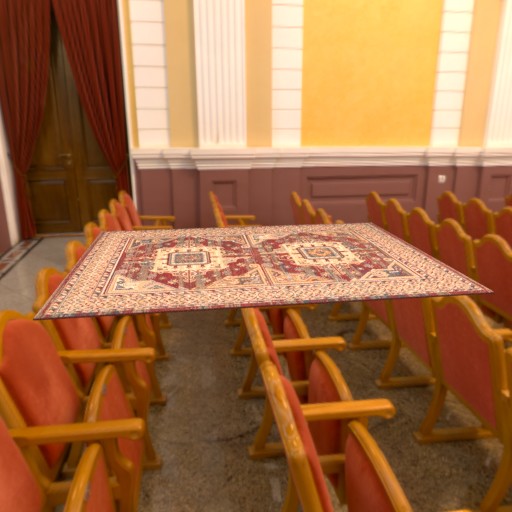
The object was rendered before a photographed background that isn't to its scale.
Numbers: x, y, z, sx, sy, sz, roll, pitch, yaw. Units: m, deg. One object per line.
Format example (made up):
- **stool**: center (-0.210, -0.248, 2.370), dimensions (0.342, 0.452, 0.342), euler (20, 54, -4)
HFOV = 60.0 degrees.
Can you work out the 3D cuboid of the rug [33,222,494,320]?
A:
- **rug**: center (0.000, 0.000, 2.853), dimensions (2.210, 0.011, 1.599), euler (-2, 17, -8)
